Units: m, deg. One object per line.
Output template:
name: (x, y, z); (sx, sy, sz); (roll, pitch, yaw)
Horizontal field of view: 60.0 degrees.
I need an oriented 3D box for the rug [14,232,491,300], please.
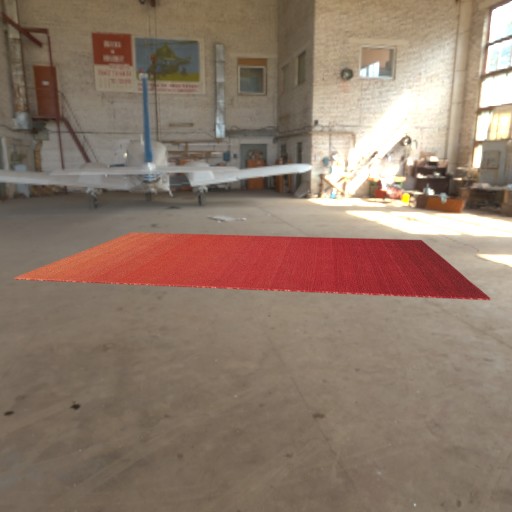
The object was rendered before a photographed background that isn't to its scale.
rug: (0.000, 0.000, 2.973); (2.442, 0.010, 1.531); (2, 13, 8)
